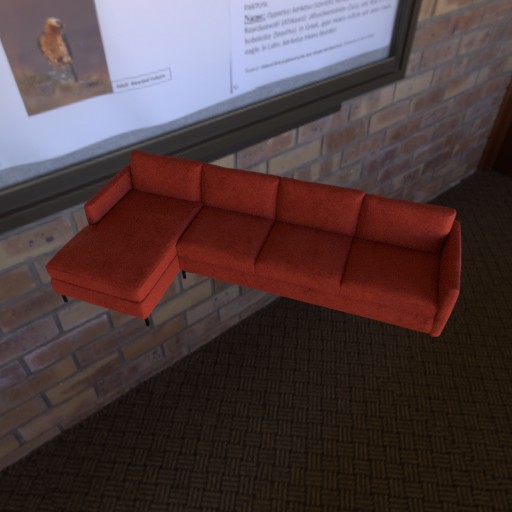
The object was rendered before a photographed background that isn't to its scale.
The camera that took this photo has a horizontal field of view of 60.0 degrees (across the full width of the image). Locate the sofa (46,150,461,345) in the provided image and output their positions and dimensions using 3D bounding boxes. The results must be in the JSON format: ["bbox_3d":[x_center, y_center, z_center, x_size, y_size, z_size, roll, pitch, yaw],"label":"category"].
[{"bbox_3d":[0.000,0.000,2.890,2.467,0.663,1.136,13,44,14],"label":"sofa"}]
